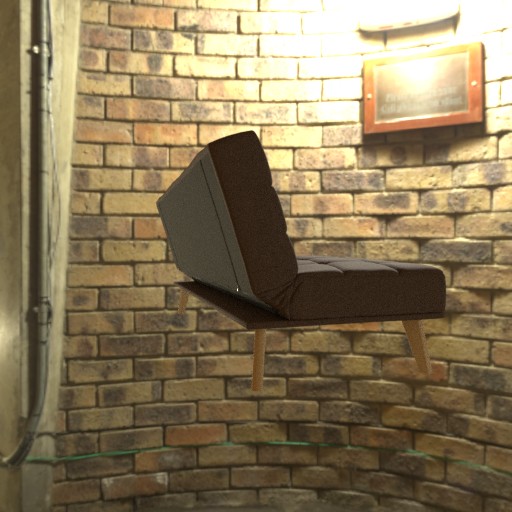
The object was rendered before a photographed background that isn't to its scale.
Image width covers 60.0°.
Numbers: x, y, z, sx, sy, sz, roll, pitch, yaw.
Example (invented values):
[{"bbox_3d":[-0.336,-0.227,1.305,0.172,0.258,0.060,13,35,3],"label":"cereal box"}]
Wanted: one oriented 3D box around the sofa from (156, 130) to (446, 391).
[{"bbox_3d":[0.000,0.000,2.284,0.860,0.810,1.800,0,1,-18],"label":"sofa"}]
